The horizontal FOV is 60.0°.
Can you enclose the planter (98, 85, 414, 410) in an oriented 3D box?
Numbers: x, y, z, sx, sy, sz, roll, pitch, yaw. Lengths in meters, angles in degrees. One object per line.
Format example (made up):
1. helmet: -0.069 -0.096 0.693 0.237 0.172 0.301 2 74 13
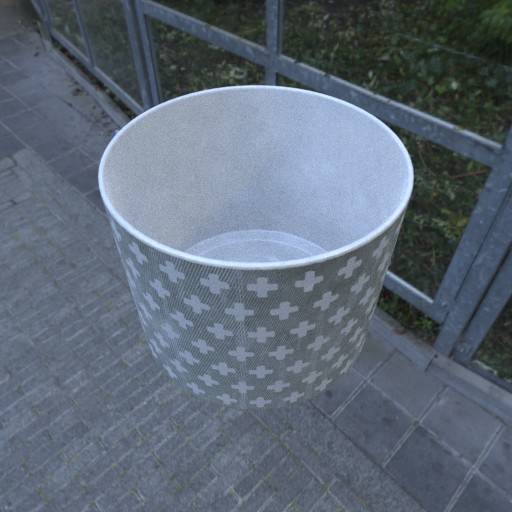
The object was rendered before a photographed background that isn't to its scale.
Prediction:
1. planter: 0.000 0.000 0.446 0.250 0.239 0.250 0 46 0
